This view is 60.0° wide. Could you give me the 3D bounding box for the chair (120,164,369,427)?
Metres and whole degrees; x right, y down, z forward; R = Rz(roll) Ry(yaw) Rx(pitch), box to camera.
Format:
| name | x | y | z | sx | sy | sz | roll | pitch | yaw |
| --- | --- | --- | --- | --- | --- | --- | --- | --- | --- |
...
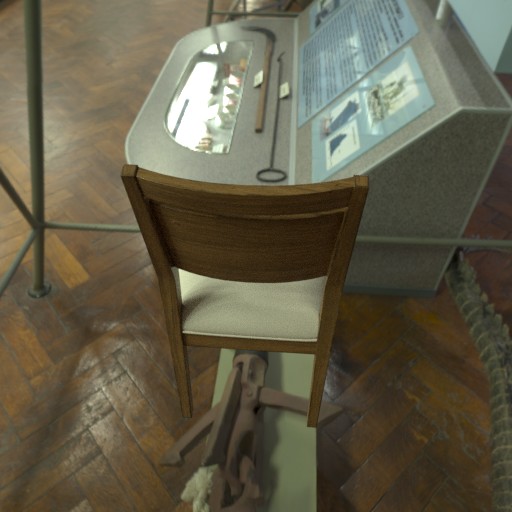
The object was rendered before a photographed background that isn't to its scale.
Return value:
| name | x | y | z | sx | sy | sz | roll | pitch | yaw |
| --- | --- | --- | --- | --- | --- | --- | --- | --- | --- |
| chair | 0.000 | 0.000 | 1.273 | 0.497 | 0.939 | 0.610 | 3 | 46 | 3 |
